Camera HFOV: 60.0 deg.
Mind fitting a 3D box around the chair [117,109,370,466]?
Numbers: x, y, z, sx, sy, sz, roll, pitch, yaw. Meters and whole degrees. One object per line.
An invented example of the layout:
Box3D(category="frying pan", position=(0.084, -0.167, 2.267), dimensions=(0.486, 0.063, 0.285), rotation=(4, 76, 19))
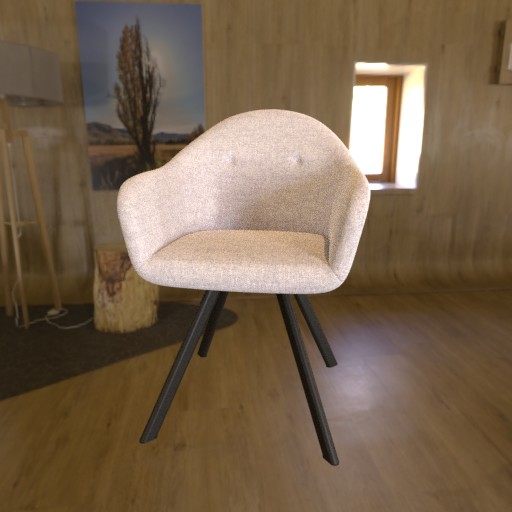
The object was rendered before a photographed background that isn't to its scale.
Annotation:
Box3D(category="chair", position=(0.000, 0.000, 1.176), dimensions=(0.540, 0.780, 0.570), rotation=(2, 14, 9))
